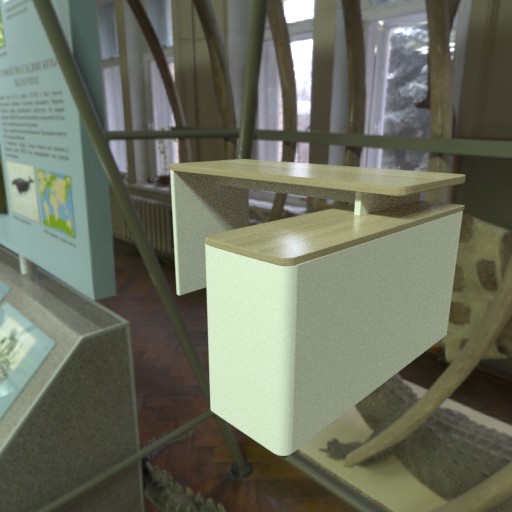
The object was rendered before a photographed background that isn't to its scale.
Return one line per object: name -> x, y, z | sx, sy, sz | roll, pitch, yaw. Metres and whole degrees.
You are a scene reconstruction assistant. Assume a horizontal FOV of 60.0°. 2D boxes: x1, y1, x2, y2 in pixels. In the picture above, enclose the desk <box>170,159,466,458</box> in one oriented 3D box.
desk -> 0.000, 0.000, 2.080 | 1.400, 0.770, 1.175 | 16, 22, 43
